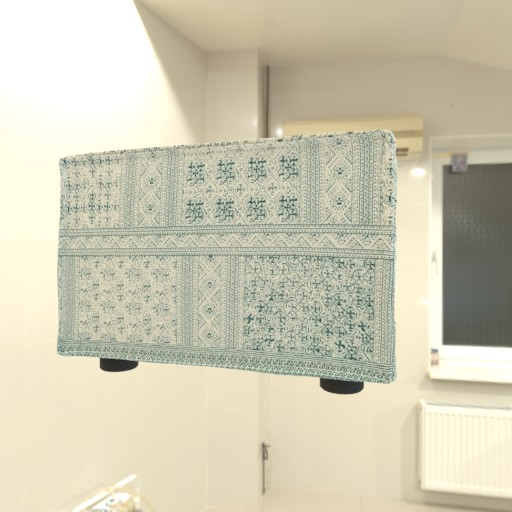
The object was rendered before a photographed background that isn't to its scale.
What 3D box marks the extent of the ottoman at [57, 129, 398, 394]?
[{"bbox_3d":[0.000,0.000,1.029,0.626,0.439,0.617,0,1,18],"label":"ottoman"}]
